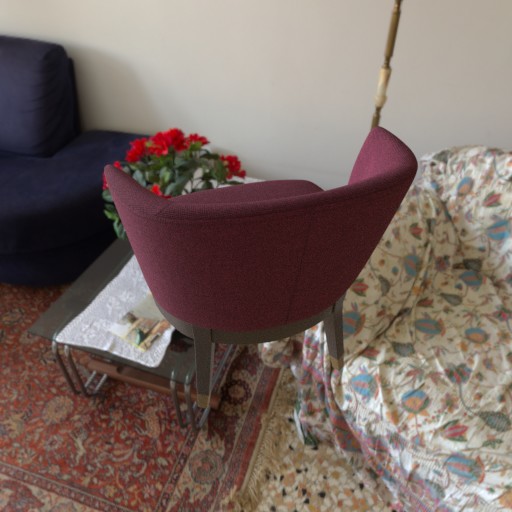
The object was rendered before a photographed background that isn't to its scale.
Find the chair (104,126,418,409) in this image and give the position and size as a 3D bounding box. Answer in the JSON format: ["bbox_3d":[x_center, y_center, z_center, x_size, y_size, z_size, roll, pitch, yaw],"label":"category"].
[{"bbox_3d":[0.000,0.000,1.262,0.700,0.760,0.660,-12,41,-14],"label":"chair"}]
